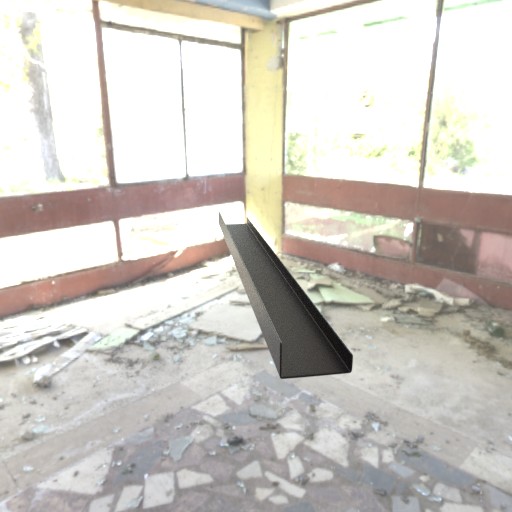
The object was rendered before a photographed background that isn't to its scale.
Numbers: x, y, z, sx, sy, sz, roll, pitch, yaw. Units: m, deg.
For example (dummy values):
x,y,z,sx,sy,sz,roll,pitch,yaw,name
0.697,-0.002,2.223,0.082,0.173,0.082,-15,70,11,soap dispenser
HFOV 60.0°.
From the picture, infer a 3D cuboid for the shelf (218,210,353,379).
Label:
x,y,z,sx,sy,sz,roll,pitch,yaw,name
0.000,0.000,0.975,0.092,0.049,0.924,-3,16,-9,shelf
